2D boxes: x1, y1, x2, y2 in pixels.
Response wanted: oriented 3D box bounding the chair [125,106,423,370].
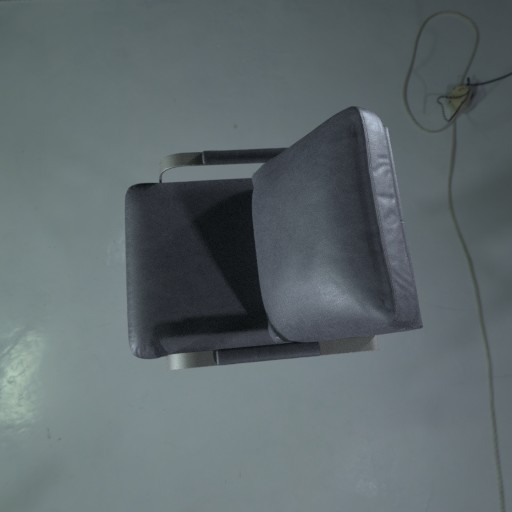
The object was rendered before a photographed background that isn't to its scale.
[{"bbox_3d":[0.000,0.000,1.494,0.878,0.839,0.692,-5,77,-1],"label":"chair"}]
